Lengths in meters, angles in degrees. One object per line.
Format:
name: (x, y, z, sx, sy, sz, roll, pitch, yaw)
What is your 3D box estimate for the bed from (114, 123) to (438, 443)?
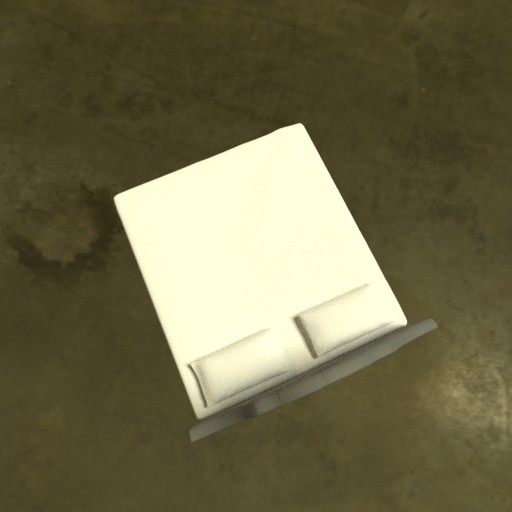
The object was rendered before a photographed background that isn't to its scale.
bed: (0.000, 0.000, 3.667, 2.008, 1.615, 2.214, -23, 76, -6)
